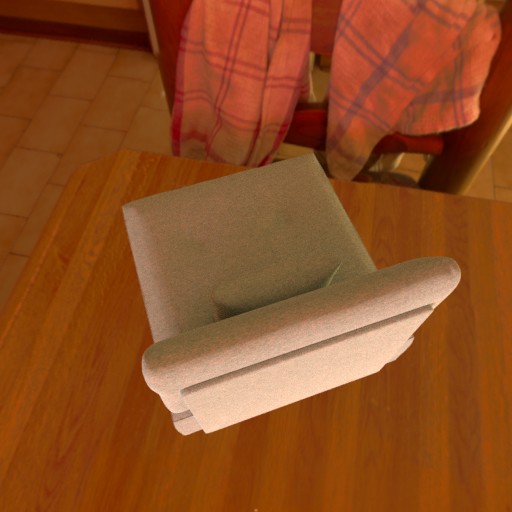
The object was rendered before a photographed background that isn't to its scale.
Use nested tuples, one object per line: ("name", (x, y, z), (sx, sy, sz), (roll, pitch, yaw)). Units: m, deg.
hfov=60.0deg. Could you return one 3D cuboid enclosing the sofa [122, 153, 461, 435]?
("sofa", (0.000, 0.000, 1.716), (0.930, 0.820, 1.000), (-17, 62, -9))
